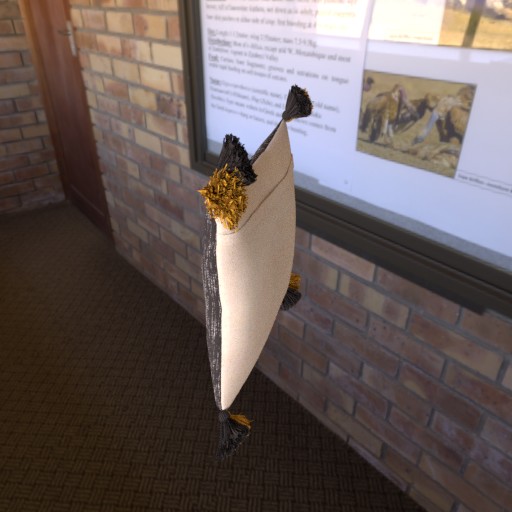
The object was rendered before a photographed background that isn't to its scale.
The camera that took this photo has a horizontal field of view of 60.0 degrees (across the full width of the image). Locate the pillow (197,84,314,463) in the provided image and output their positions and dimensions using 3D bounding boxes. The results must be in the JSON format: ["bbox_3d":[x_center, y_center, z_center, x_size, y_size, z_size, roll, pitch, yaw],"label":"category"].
[{"bbox_3d":[0.000,0.000,0.979,0.139,0.659,0.654,9,32,14],"label":"pillow"}]
